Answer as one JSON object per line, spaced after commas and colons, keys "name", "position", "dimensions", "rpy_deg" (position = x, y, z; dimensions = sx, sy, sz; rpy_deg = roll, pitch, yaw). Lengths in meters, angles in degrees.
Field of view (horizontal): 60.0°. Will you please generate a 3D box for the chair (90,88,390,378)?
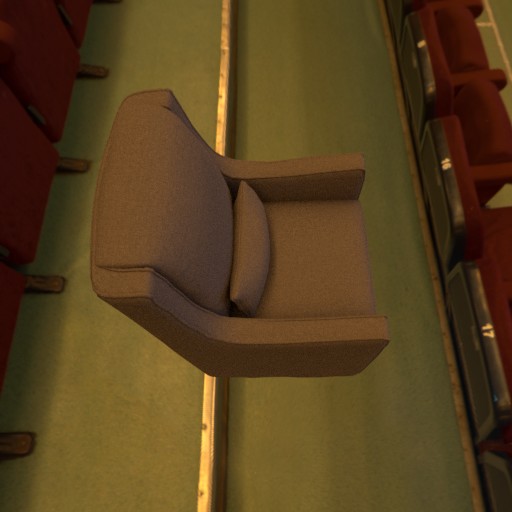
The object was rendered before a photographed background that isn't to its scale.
{"name": "chair", "position": [0.000, 0.000, 1.627], "dimensions": [0.879, 0.993, 0.732], "rpy_deg": [0, 64, 0]}
